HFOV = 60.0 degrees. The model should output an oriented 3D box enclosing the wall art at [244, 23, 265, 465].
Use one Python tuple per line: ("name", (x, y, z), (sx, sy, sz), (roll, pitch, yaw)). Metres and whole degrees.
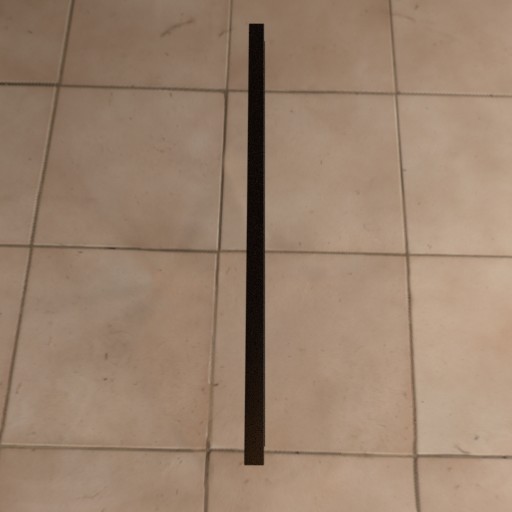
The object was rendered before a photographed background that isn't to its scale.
("wall art", (0.000, 0.000, 0.854), (0.027, 0.458, 0.657), (0, 75, 0))
